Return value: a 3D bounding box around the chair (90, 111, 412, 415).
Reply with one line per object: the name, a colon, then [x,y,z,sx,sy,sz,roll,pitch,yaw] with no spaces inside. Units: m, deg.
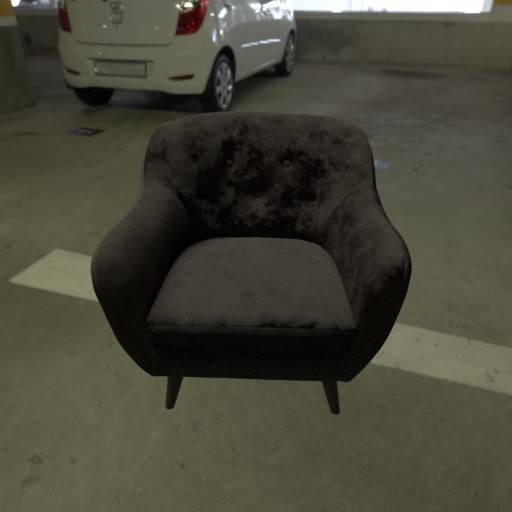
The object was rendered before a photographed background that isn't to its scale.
chair: [0.000,0.000,1.531,0.840,0.807,0.819,1,31,2]
